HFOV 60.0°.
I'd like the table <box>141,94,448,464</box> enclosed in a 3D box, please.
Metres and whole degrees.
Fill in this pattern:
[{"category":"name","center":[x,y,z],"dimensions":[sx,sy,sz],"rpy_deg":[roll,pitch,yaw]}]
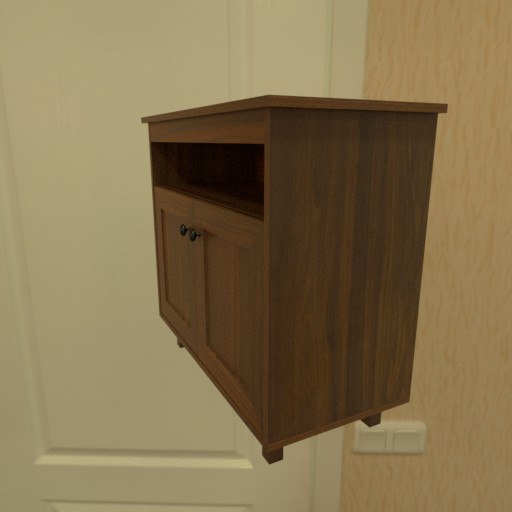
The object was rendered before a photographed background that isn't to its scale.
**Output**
[{"category":"table","center":[0.000,0.000,1.173],"dimensions":[0.390,0.725,0.802],"rpy_deg":[-7,16,-26]}]
